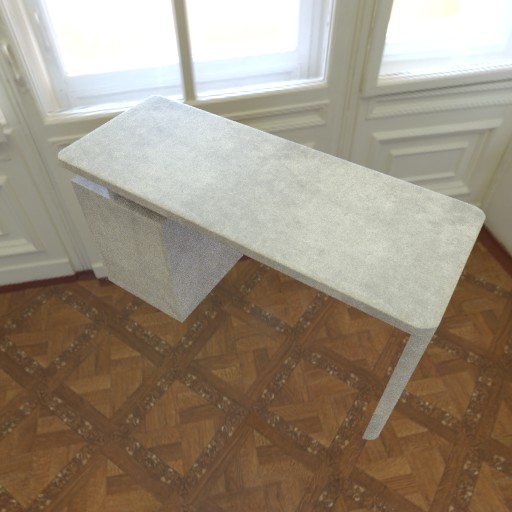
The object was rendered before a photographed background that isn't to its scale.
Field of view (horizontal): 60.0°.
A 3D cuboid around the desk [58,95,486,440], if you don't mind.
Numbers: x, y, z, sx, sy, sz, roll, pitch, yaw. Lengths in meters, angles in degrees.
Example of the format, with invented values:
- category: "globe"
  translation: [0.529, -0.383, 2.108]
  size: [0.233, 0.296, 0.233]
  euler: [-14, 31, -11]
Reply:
- category: "desk"
  translation: [0.000, 0.000, 1.781]
  size: [1.400, 0.755, 0.550]
  euler: [25, 52, 21]
